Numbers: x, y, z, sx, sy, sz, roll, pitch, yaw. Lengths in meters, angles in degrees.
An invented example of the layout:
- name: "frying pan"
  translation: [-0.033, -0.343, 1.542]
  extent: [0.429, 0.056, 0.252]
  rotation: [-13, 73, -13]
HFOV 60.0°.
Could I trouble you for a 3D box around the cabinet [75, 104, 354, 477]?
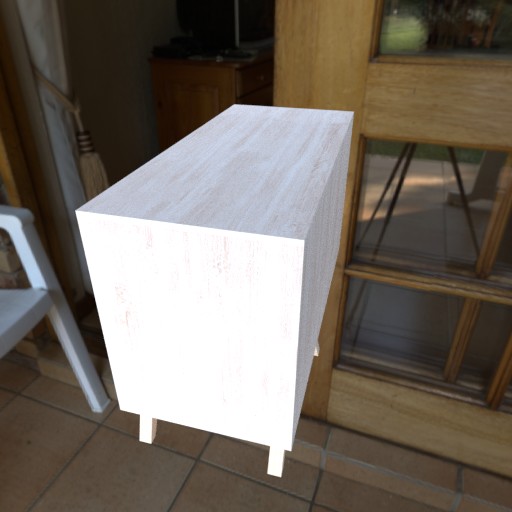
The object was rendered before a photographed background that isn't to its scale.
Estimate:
- name: "cabinet"
  translation: [0.000, 0.000, 1.557]
  extent: [0.500, 0.780, 1.110]
  rotation: [8, 32, 13]
